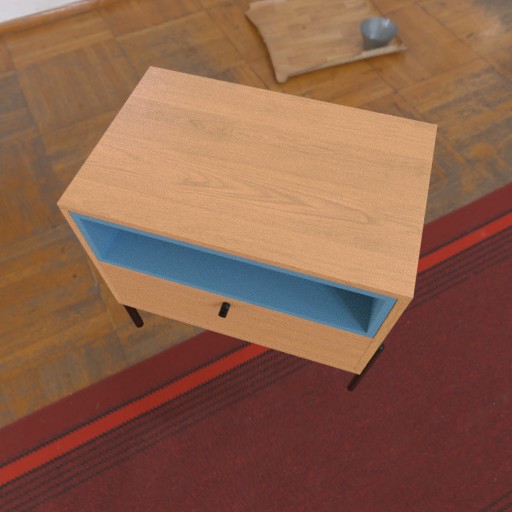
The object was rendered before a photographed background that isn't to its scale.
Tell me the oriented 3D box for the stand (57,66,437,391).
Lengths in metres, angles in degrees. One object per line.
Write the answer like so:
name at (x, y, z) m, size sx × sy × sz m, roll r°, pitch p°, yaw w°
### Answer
stand at (0.000, 0.000, 1.028) m, size 0.630 × 0.600 × 0.400 m, roll 15°, pitch 60°, yaw 9°
